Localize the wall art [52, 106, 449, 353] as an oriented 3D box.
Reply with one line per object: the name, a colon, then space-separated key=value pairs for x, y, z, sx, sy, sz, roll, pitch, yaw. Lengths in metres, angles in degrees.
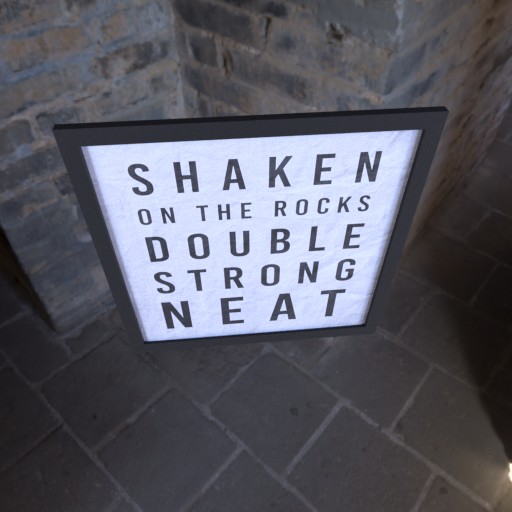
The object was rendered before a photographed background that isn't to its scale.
wall art: x=0.000 y=0.000 z=0.675 sx=0.456 sy=0.458 sz=0.013 roll=-4 pitch=46 yaw=-4
